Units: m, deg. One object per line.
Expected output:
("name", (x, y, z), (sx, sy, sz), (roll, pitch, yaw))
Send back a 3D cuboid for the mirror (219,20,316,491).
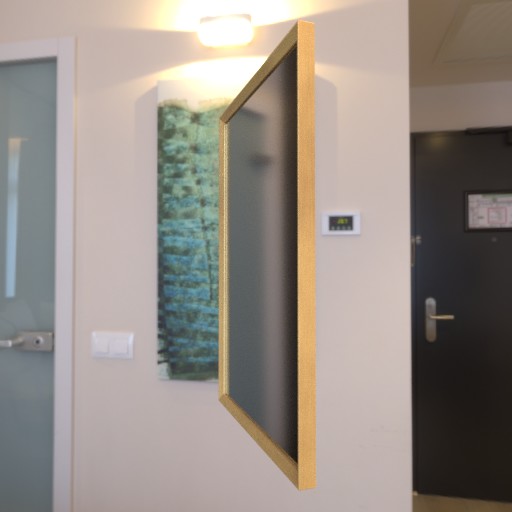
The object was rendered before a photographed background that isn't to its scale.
("mirror", (0.000, 0.000, 1.154), (0.041, 0.915, 0.609), (0, -1, -19))
